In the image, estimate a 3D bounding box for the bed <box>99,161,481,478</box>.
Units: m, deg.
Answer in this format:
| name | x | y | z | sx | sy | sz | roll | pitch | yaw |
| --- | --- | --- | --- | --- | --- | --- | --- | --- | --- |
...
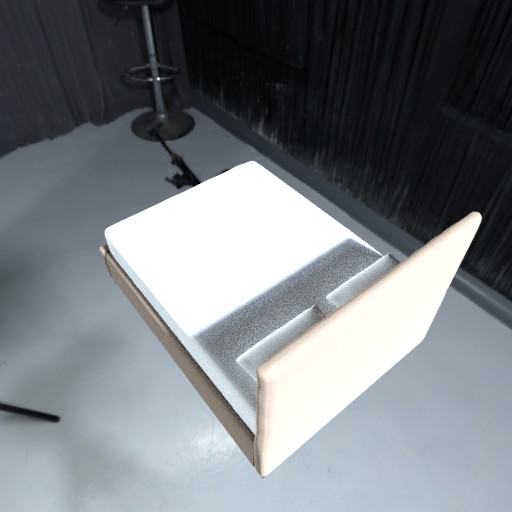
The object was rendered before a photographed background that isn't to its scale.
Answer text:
| name | x | y | z | sx | sy | sz | roll | pitch | yaw |
| --- | --- | --- | --- | --- | --- | --- | --- | --- | --- |
| bed | 0.000 | 0.000 | 3.350 | 1.696 | 1.426 | 2.233 | -30 | 54 | -25 |
